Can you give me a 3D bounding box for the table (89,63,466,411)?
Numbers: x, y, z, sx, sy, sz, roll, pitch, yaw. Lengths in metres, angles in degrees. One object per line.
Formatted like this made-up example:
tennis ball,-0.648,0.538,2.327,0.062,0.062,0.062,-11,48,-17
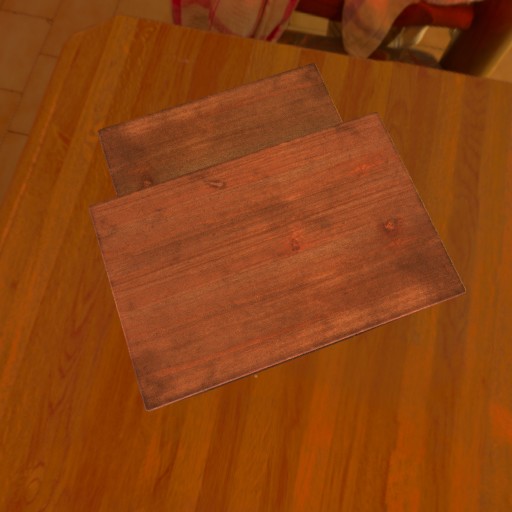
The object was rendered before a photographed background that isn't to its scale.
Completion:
table,0.000,0.000,0.922,0.456,0.615,0.460,-17,76,-5
